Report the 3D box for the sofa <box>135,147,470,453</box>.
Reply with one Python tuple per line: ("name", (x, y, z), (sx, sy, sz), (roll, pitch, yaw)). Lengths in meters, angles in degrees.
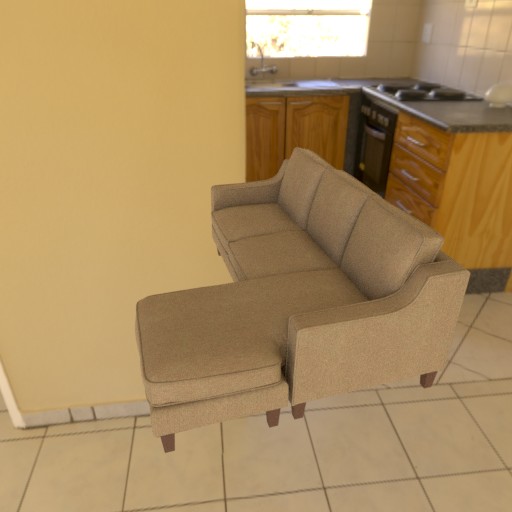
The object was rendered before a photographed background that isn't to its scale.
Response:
("sofa", (0.000, 0.000, 3.340), (1.858, 1.081, 2.317), (-8, 30, -14))
